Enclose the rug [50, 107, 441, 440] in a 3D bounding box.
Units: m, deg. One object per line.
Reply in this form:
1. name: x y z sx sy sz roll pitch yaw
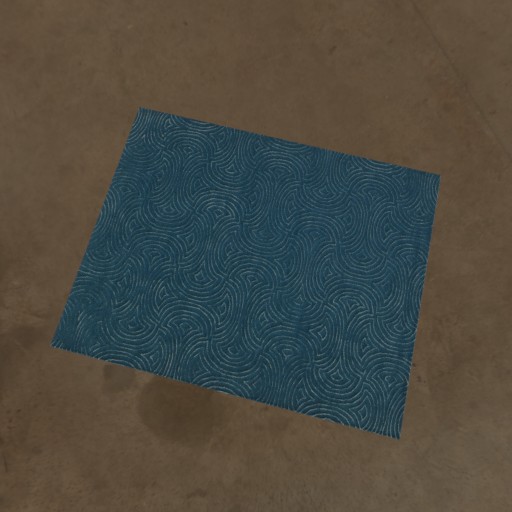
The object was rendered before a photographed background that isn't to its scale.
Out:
1. rug: 0.000 0.000 4.025 3.033 0.012 2.432 14 75 4
